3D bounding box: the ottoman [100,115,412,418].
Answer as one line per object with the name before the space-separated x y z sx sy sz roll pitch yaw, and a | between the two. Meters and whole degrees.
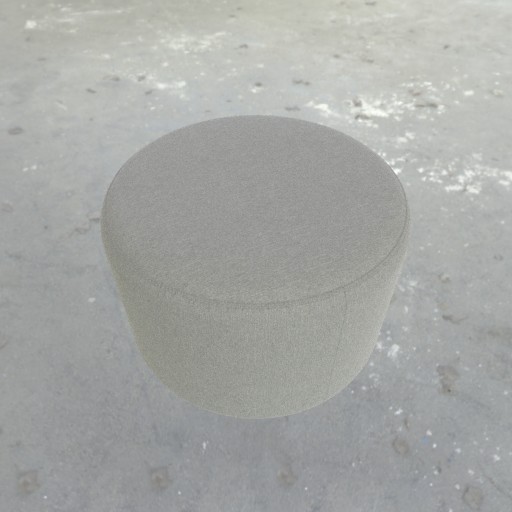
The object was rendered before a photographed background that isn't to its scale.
ottoman | 0.000 0.000 0.998 0.608 0.433 0.608 0 45 0
